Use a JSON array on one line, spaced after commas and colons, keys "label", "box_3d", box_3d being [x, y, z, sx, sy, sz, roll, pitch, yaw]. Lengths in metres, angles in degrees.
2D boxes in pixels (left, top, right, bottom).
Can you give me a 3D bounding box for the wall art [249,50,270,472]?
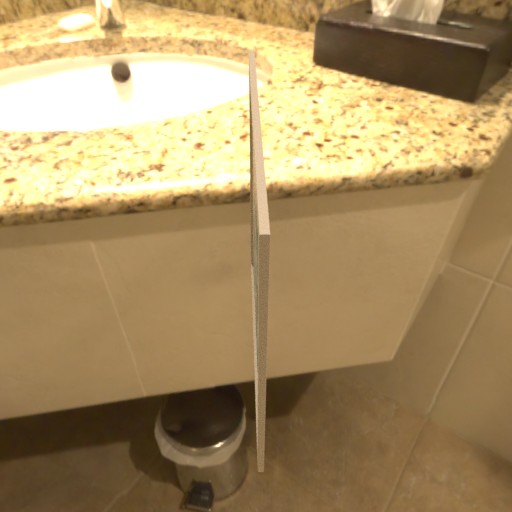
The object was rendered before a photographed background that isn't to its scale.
[{"label": "wall art", "box_3d": [0.000, 0.000, 0.678, 0.009, 0.457, 0.456, -1, 42, -1]}]
